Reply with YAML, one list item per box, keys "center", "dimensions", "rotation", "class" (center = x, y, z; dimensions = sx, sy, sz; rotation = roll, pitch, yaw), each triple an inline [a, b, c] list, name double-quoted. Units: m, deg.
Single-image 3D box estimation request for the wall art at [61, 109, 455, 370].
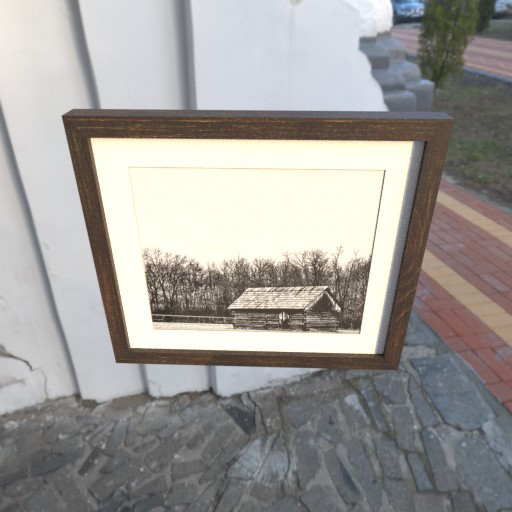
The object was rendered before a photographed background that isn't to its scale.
- center: [0.000, 0.000, 0.527]
  dimensions: [0.381, 0.330, 0.031]
  rotation: [1, 31, 2]
  class: "wall art"
